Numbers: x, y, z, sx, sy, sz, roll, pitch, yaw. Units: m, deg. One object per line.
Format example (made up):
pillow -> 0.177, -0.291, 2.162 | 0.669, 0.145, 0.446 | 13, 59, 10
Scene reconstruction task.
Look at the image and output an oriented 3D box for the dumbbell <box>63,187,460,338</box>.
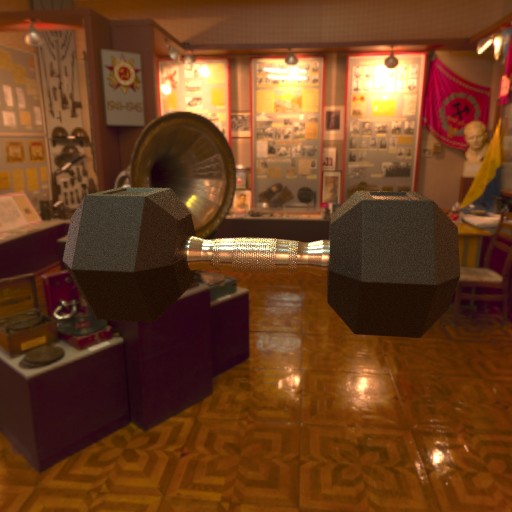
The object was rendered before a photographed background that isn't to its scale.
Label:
dumbbell -> 0.000, 0.000, 0.435 | 0.356, 0.123, 0.141 | 2, 14, 8
